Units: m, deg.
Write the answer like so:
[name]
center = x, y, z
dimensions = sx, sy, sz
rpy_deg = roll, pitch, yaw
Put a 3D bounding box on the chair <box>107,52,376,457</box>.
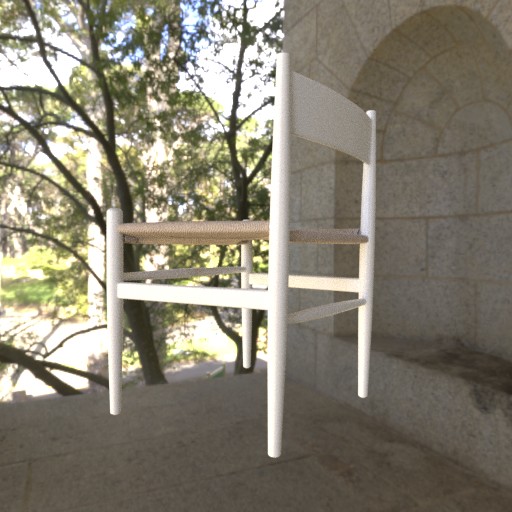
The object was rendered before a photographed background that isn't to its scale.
[chair]
center = 0.000, 0.000, 1.134
dimensions = 0.495, 0.762, 0.556
rpy_deg = 1, 1, 36
